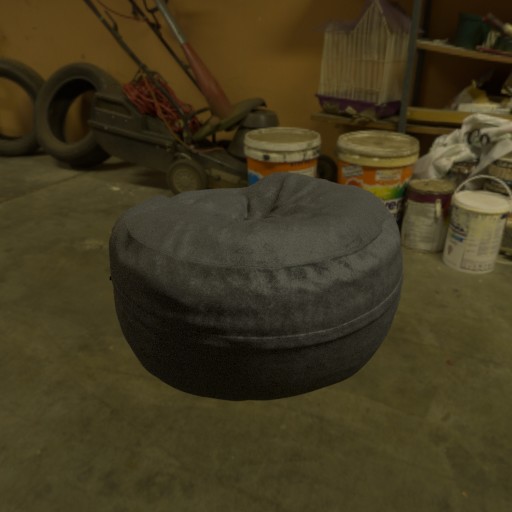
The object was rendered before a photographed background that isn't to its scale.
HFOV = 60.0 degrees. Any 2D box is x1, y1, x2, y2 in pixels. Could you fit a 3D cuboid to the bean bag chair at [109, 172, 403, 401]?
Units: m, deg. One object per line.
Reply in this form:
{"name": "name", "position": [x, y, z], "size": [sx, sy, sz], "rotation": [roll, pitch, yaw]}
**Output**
{"name": "bean bag chair", "position": [0.000, 0.000, 2.376], "size": [1.525, 0.751, 1.525], "rotation": [0, 27, 0]}
